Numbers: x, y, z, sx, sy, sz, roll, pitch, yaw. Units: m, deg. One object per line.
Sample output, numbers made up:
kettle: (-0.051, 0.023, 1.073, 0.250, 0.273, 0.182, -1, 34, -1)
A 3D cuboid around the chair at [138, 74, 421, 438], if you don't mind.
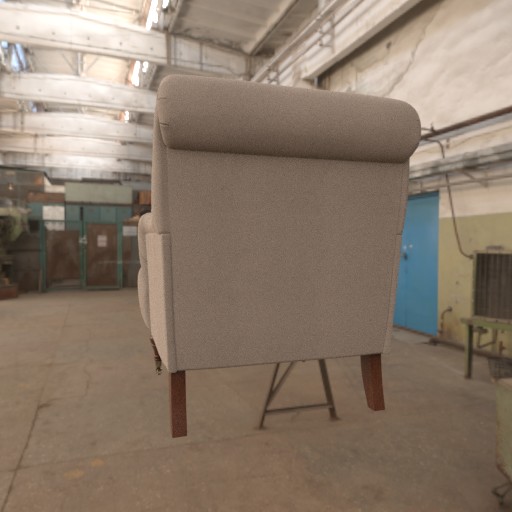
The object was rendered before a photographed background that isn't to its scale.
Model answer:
chair: (0.000, 0.000, 1.536, 0.766, 0.942, 0.842, -1, 2, -18)
